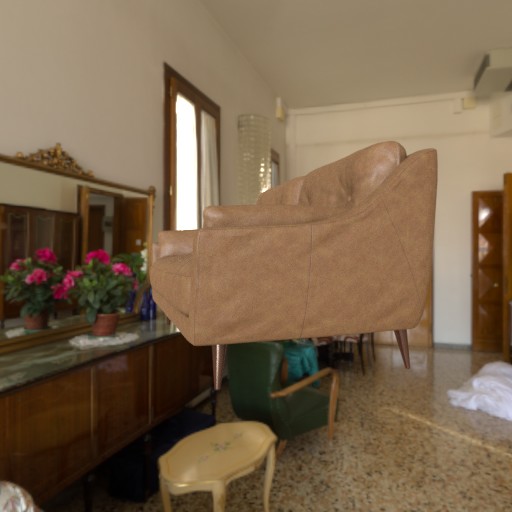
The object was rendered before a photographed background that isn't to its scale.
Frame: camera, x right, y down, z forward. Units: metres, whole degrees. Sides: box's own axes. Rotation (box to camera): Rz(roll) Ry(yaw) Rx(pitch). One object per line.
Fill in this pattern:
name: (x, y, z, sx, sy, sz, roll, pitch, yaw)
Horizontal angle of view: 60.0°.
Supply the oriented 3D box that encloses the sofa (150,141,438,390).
sofa: (0.000, 0.000, 2.263, 0.981, 0.886, 1.731, 0, 0, -18)
